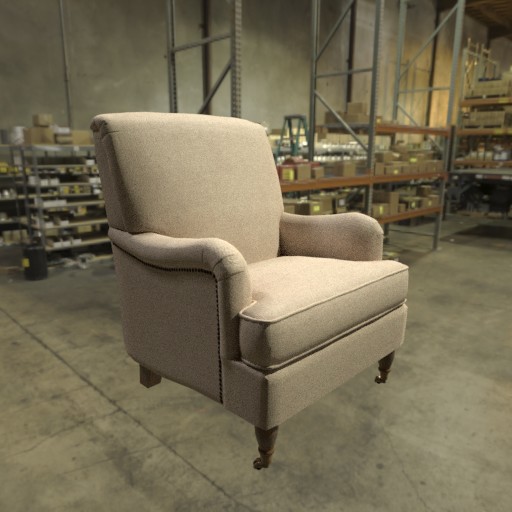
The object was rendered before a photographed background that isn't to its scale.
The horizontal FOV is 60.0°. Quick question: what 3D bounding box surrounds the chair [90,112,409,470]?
[{"bbox_3d":[0.000,0.000,1.768,0.953,1.119,0.879,13,19,43],"label":"chair"}]
